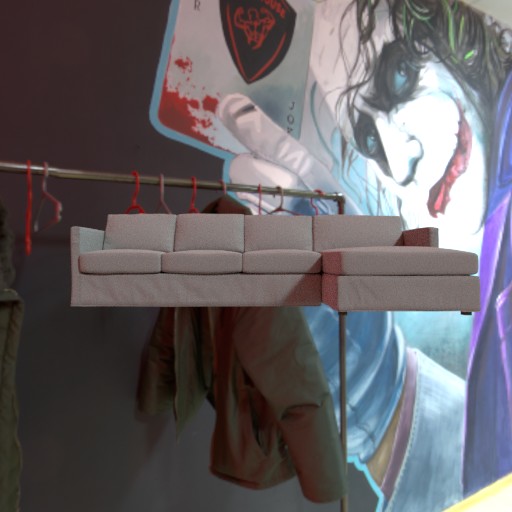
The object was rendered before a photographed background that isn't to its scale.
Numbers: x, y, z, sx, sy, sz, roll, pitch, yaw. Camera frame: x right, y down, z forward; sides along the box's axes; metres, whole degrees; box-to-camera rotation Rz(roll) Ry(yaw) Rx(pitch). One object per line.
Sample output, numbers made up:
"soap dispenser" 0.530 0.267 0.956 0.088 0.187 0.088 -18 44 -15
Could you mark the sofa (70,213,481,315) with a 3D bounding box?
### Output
"sofa" 0.000 0.000 3.910 3.177 0.867 1.622 0 0 -1
